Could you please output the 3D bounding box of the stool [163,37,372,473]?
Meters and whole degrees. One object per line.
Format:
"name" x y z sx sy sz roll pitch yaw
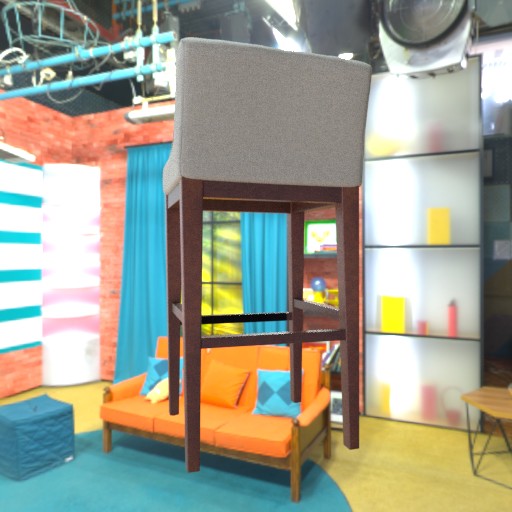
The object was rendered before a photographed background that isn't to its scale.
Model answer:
"stool" 0.000 0.000 1.312 0.511 1.037 0.500 0 0 -17
